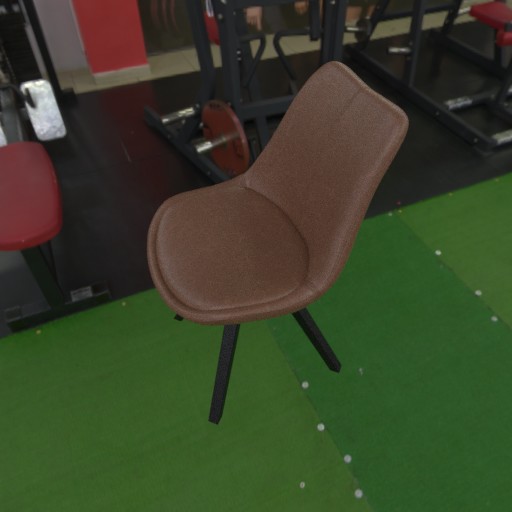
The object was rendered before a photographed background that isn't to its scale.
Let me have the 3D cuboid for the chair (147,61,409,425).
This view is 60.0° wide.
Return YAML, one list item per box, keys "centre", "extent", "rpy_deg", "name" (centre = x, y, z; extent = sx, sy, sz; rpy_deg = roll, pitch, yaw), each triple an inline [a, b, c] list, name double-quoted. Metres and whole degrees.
- centre: [0.000, 0.000, 1.177]
  extent: [0.550, 0.850, 0.475]
  rpy_deg: [-17, 49, -15]
  name: "chair"
